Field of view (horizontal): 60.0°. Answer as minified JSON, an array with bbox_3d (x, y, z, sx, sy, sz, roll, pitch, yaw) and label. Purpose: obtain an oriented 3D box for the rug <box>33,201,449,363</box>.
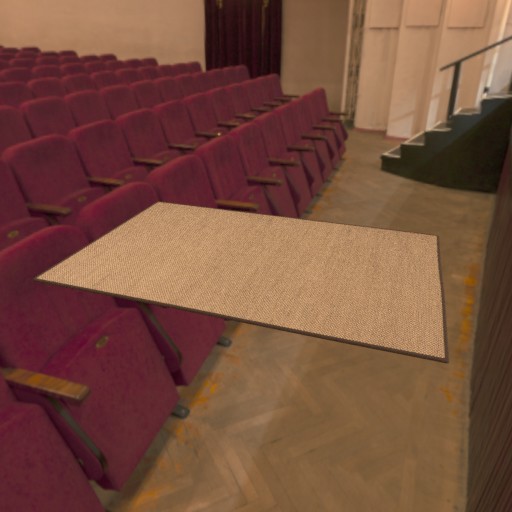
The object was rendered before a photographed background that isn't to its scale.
[{"bbox_3d":[0.000,0.000,2.115,1.676,0.013,1.067,9,28,17],"label":"rug"}]
